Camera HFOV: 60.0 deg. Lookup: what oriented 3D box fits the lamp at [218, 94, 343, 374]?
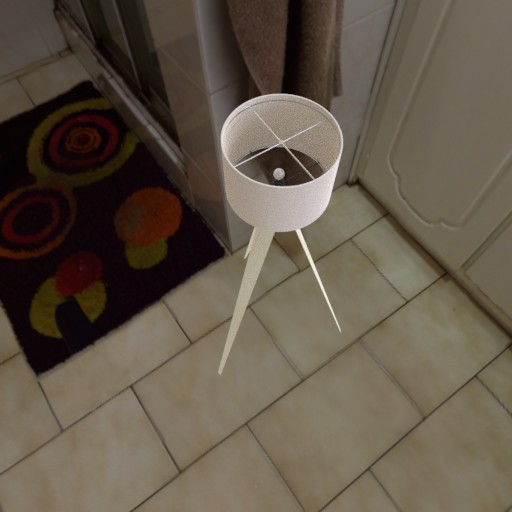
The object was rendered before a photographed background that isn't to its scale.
[{"bbox_3d":[0.000,0.000,1.941,0.724,1.524,0.716,-30,67,-15],"label":"lamp"}]
